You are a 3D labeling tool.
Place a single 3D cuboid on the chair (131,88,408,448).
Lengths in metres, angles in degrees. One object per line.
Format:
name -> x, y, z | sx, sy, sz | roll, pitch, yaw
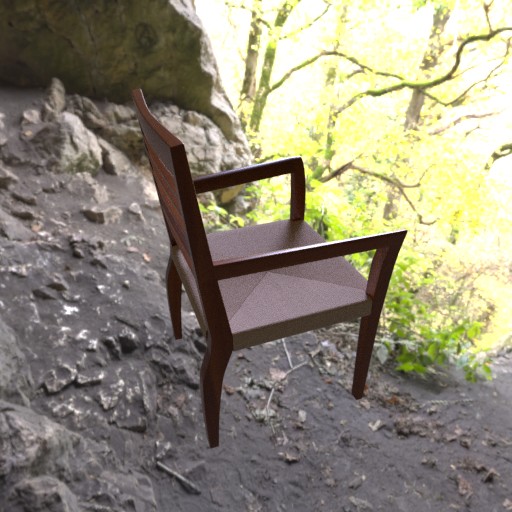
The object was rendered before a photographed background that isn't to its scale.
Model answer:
chair -> 0.000, 0.000, 1.277 | 0.540, 0.855, 0.587 | -11, 32, -17
